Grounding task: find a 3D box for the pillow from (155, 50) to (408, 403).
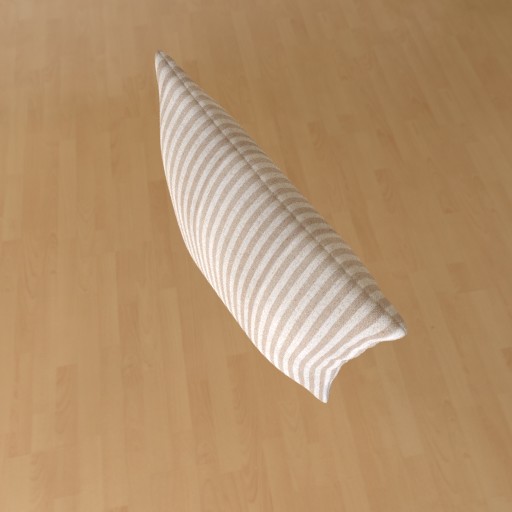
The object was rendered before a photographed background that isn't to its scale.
[{"bbox_3d":[0.000,0.000,0.777,0.166,0.510,0.523,-33,69,-15],"label":"pillow"}]
